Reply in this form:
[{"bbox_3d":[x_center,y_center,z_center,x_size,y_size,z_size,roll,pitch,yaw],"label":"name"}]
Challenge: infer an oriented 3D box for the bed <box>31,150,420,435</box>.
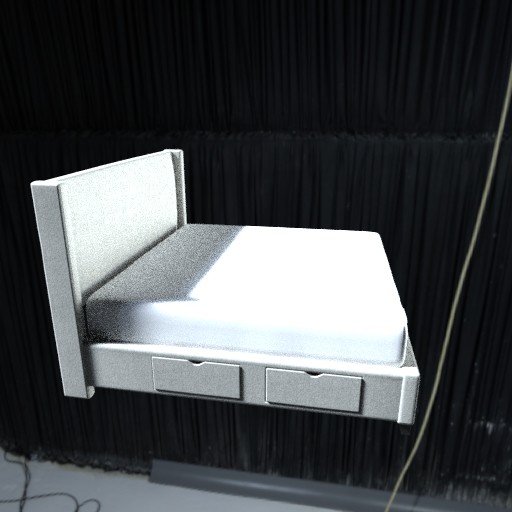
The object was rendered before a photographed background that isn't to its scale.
[{"bbox_3d":[0.000,0.000,3.595,2.280,1.470,2.140,3,19,10],"label":"bed"}]
